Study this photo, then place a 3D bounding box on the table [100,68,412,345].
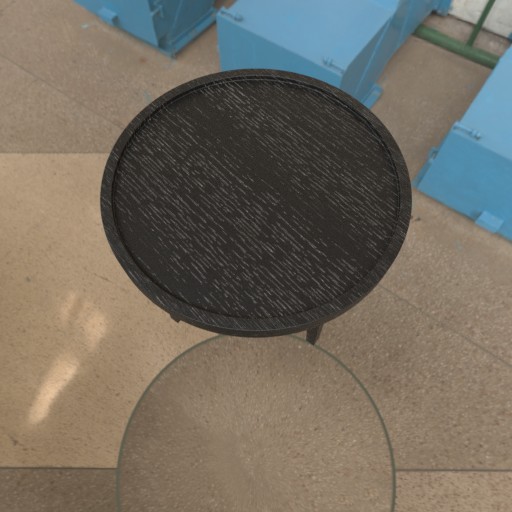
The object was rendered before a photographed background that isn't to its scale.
[{"bbox_3d":[0.000,0.000,0.780,0.399,0.460,0.399,0,65,0],"label":"table"}]
